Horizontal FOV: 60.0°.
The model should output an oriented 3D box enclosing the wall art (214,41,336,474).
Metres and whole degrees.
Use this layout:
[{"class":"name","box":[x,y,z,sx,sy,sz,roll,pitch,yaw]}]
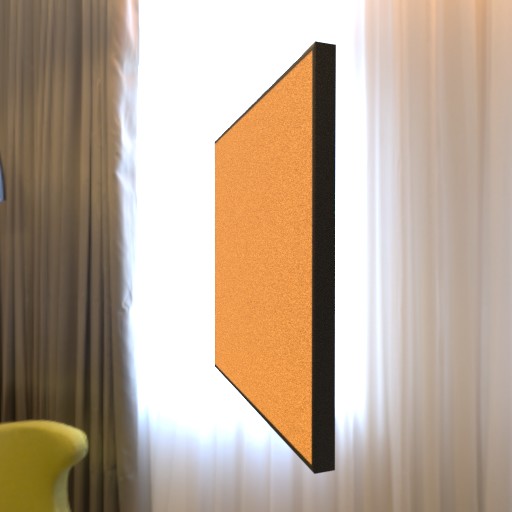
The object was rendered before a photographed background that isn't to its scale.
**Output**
[{"class":"wall art","box":[0.000,0.000,1.154,0.042,0.766,0.769,0,1,-19]}]
